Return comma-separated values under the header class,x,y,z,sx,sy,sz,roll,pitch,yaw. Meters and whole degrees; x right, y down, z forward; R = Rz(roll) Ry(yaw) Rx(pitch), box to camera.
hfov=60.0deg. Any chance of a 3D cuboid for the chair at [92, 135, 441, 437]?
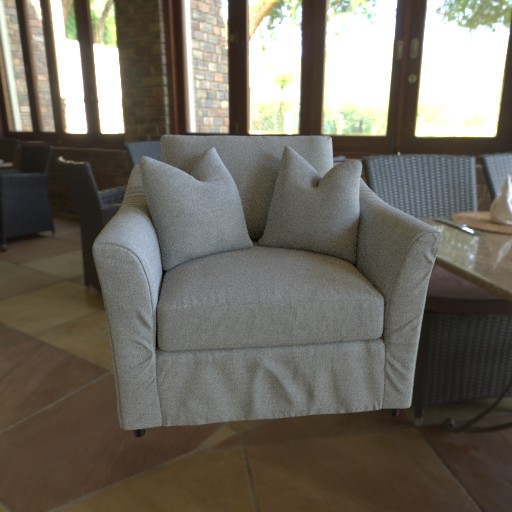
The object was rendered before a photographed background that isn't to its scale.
class,x,y,z,sx,sy,sz,roll,pitch,yaw
chair,0.000,0.000,2.023,1.194,1.059,1.071,-2,16,-7
